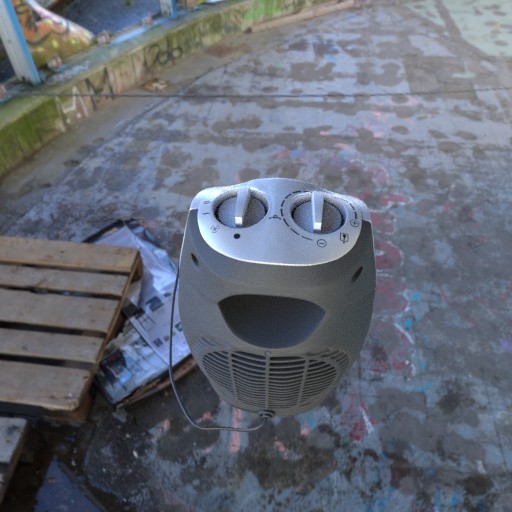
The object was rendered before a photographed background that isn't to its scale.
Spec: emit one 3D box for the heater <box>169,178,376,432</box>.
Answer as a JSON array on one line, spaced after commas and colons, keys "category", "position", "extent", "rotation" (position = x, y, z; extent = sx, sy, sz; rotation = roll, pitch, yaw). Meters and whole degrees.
[{"category": "heater", "position": [0.000, 0.000, 0.477], "extent": [0.239, 0.240, 0.291], "rotation": [4, 47, 4]}]
